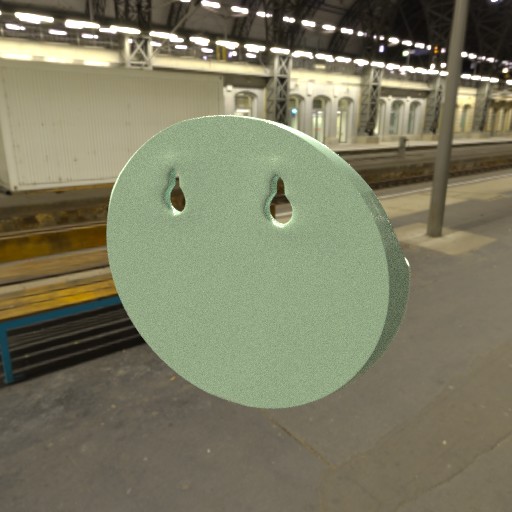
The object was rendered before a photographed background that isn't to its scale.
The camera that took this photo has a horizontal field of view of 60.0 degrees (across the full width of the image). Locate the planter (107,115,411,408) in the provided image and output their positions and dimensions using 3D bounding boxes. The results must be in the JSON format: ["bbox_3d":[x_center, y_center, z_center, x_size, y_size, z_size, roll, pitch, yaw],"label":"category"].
[{"bbox_3d":[0.000,0.000,0.272,0.189,0.164,0.073,9,19,27],"label":"planter"}]
